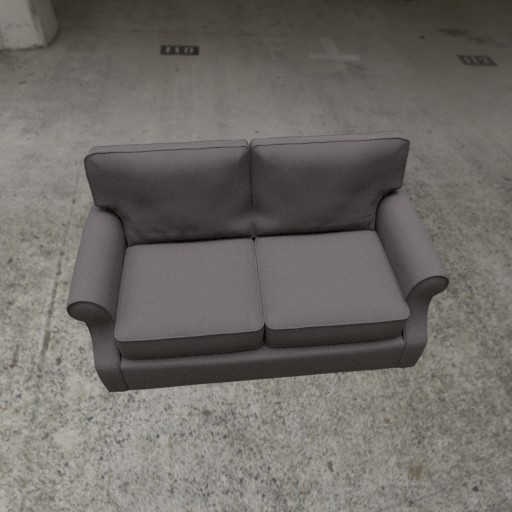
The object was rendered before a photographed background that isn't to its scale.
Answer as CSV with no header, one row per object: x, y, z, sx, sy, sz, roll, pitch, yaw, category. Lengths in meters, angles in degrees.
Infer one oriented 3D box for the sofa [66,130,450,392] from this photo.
0.000,0.000,2.199,1.665,0.937,0.964,-4,46,-4,sofa
